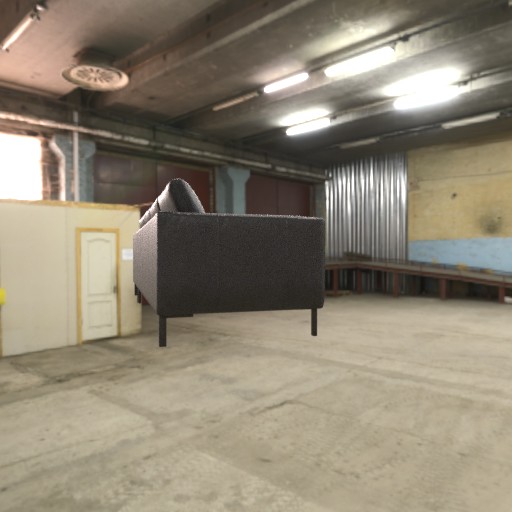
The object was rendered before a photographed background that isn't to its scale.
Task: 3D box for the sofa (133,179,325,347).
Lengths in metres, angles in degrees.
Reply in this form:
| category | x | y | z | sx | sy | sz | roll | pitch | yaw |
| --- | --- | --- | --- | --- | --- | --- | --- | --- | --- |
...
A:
| category | x | y | z | sx | sy | sz | roll | pitch | yaw |
| --- | --- | --- | --- | --- | --- | --- | --- | --- | --- |
| sofa | 0.000 | 0.000 | 3.808 | 1.938 | 0.877 | 2.984 | 0 | 0 | -18 |
